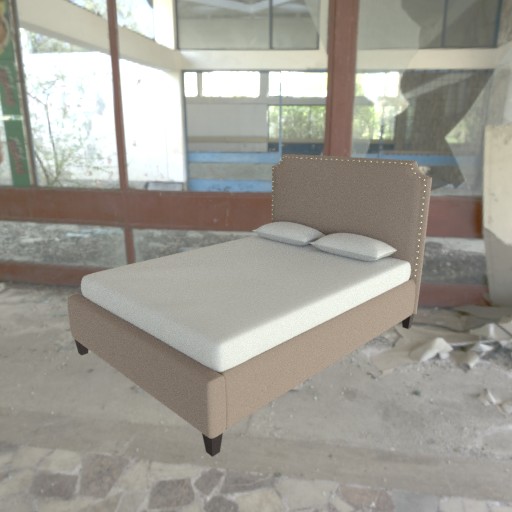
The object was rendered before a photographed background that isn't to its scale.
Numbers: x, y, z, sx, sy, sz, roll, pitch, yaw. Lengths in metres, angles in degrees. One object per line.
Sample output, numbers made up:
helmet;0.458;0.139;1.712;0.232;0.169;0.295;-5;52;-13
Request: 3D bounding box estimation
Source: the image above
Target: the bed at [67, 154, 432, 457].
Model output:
bed;0.000;0.000;3.504;1.713;1.443;2.372;15;22;43
